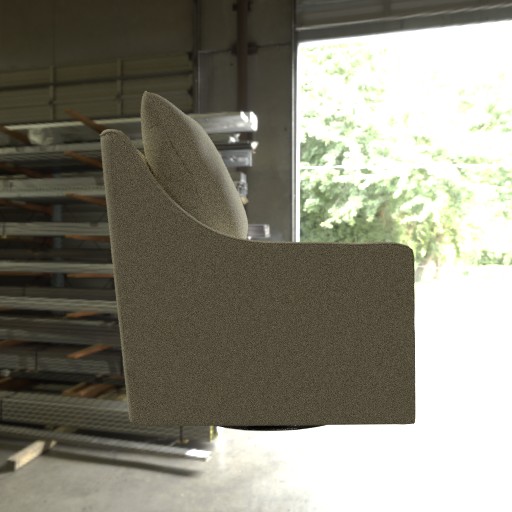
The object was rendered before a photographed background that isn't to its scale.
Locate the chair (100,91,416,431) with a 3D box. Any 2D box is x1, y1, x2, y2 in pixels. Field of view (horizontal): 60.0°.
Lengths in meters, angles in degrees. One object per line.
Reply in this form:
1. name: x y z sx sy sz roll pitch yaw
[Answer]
1. chair: 0.000 0.000 1.563 0.876 0.965 0.756 0 0 -1
